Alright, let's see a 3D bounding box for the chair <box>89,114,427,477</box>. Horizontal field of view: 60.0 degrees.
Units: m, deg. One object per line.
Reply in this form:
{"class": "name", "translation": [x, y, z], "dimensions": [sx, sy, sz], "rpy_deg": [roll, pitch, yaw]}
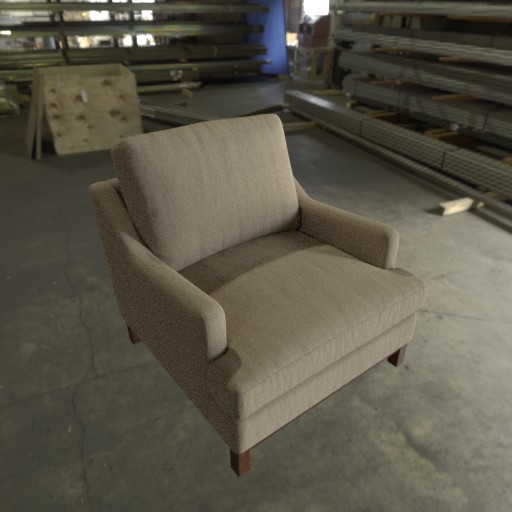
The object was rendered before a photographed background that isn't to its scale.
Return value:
{"class": "chair", "translation": [0.000, 0.000, 1.731], "dimensions": [0.912, 0.916, 1.001], "rpy_deg": [-21, 36, -32]}
